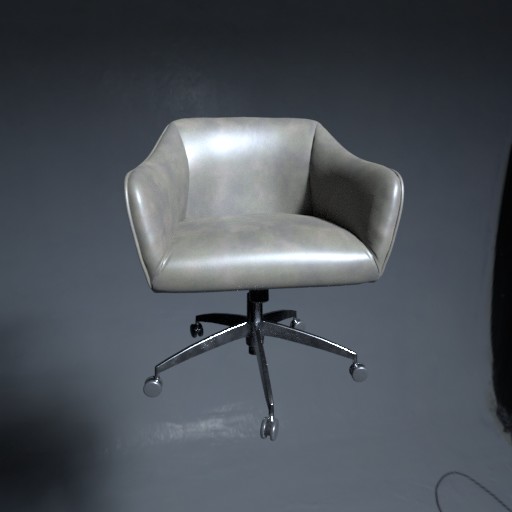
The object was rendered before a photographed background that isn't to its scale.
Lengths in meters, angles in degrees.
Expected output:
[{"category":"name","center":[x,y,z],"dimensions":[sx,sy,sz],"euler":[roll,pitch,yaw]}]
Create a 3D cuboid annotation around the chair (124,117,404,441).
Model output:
[{"category":"chair","center":[0.000,0.000,1.361],"dimensions":[0.713,0.827,0.689],"euler":[-2,16,-7]}]
